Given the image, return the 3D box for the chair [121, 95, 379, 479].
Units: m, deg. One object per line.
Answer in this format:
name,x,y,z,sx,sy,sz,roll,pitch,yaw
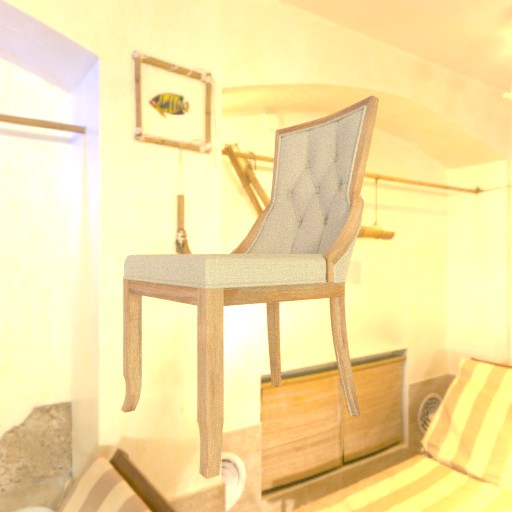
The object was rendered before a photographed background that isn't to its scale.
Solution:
chair,0.000,0.000,1.333,0.641,0.947,0.524,0,0,-36
